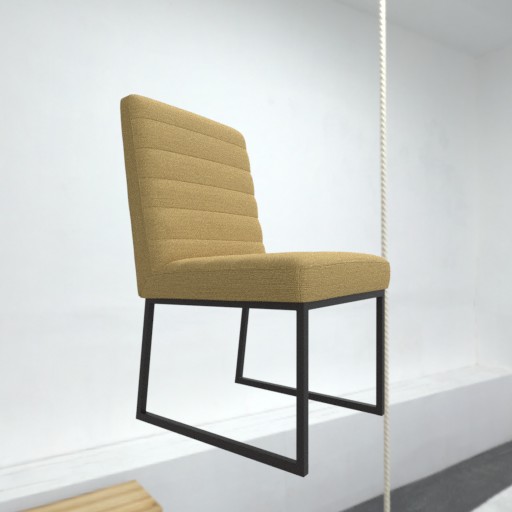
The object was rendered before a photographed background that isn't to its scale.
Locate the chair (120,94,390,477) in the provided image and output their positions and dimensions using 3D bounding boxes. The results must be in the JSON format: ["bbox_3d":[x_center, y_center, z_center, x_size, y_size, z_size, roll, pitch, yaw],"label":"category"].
[{"bbox_3d":[0.000,0.000,1.294,0.634,0.930,0.520,0,0,37],"label":"chair"}]
